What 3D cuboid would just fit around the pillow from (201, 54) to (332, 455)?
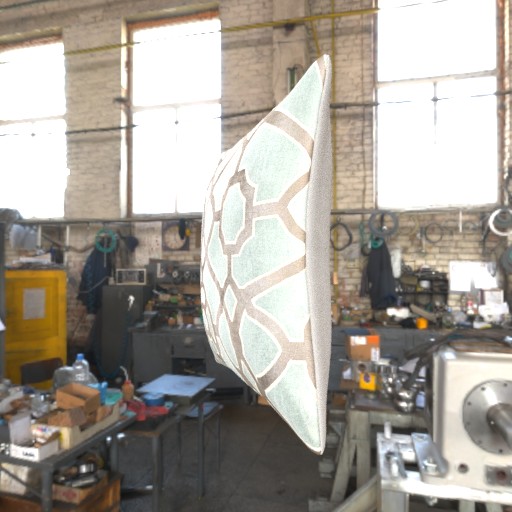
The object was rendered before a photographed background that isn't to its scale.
[{"bbox_3d":[0.000,0.000,0.819,0.166,0.508,0.552,0,-1,-18],"label":"pillow"}]
